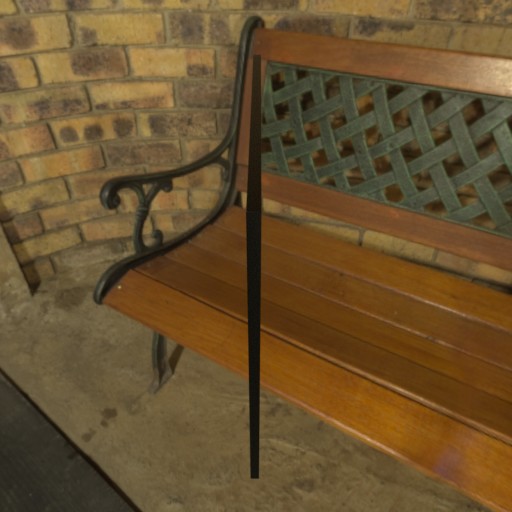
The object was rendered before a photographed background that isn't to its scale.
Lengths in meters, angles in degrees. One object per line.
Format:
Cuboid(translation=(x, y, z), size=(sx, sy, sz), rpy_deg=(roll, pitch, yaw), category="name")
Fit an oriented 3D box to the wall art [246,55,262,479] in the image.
Cuboid(translation=(0.000, 0.000, 0.674), size=(0.012, 0.458, 0.457), rpy_deg=(0, 39, 0), category="wall art")
